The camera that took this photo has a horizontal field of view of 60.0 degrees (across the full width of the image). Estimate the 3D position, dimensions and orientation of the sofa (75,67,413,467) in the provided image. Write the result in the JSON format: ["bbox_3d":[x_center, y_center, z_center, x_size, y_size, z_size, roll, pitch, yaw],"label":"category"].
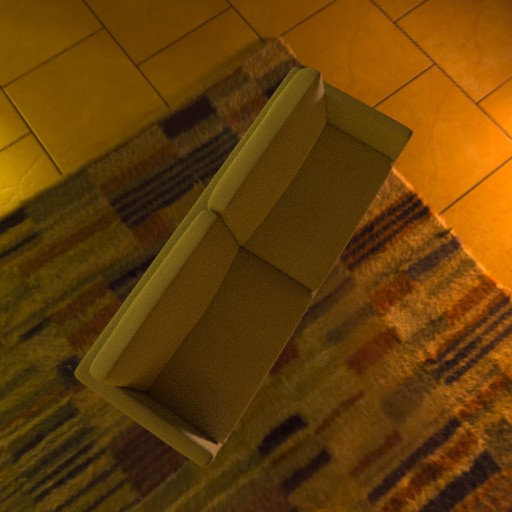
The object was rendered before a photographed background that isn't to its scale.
[{"bbox_3d":[0.000,0.000,2.949,0.948,0.965,2.434,32,78,8],"label":"sofa"}]
